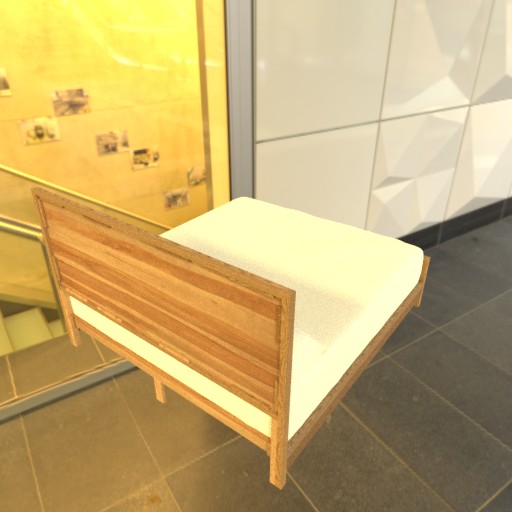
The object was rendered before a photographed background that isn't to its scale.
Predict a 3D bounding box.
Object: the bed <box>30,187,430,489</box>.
[{"bbox_3d":[0.000,0.000,3.414,2.013,1.295,2.184,21,35,32],"label":"bed"}]
